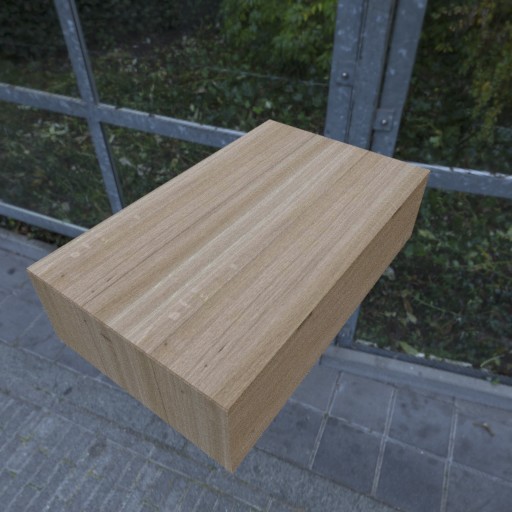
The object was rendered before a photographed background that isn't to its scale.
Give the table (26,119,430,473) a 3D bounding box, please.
[{"bbox_3d":[0.000,0.000,1.458,0.678,0.353,1.110,26,48,26],"label":"table"}]
